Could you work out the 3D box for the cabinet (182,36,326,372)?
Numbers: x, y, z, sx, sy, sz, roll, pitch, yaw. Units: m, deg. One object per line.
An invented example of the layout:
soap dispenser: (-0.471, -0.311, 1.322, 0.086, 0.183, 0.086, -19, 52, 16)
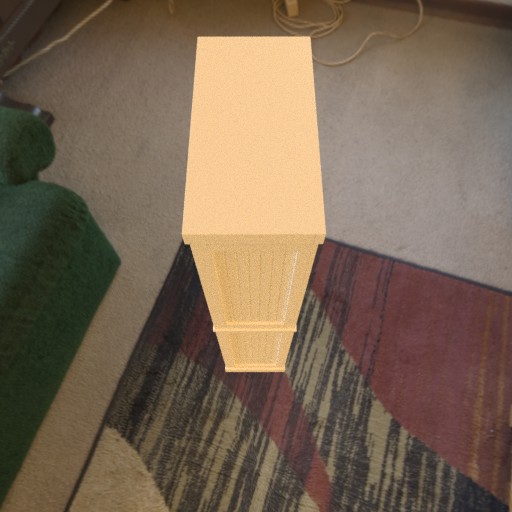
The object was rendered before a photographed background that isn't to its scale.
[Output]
cabinet: (0.000, 0.000, 2.147, 0.390, 1.829, 0.754, 0, 64, 0)
